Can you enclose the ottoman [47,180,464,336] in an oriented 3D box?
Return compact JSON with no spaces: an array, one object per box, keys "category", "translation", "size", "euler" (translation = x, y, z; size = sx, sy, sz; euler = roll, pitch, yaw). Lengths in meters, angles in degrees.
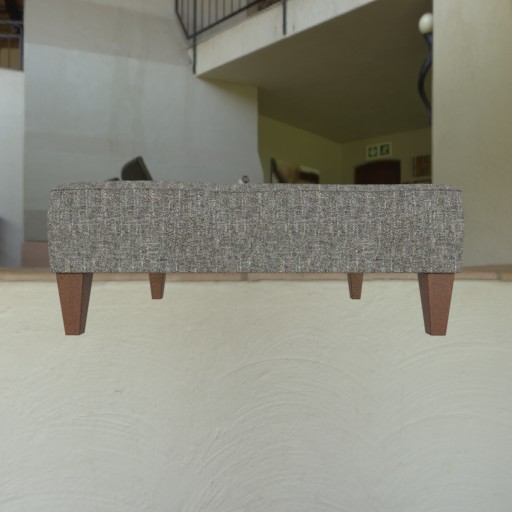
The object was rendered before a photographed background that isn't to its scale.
[{"category":"ottoman","translation":[0.000,0.000,1.517],"size":[0.981,0.379,1.016],"euler":[0,0,0]}]
